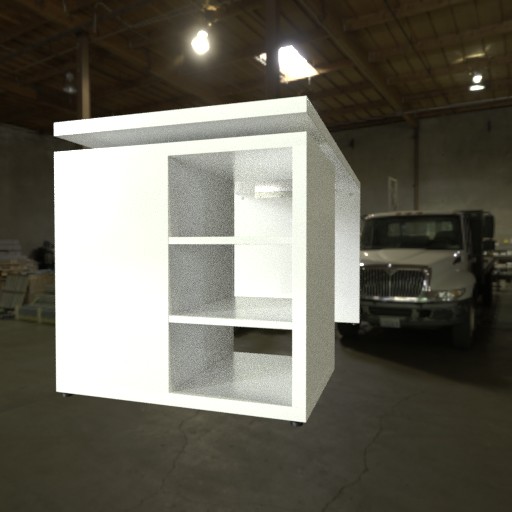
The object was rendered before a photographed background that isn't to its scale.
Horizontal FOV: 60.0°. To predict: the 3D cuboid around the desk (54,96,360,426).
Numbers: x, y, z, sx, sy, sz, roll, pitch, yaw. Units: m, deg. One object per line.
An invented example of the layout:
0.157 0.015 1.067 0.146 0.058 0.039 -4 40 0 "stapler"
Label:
0.000 0.000 1.759 0.690 0.740 1.400 0 1 18 "desk"
